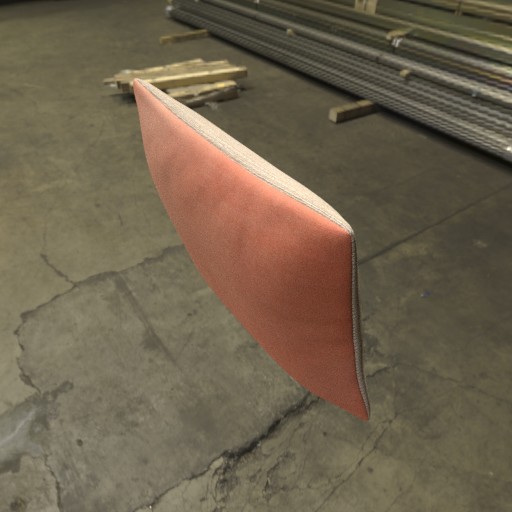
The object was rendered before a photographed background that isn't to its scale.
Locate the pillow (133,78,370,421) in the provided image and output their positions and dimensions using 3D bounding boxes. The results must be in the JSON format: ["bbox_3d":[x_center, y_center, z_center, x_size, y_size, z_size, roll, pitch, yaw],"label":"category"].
[{"bbox_3d":[0.000,0.000,0.631,0.177,0.401,0.424,-24,46,-26],"label":"pillow"}]
